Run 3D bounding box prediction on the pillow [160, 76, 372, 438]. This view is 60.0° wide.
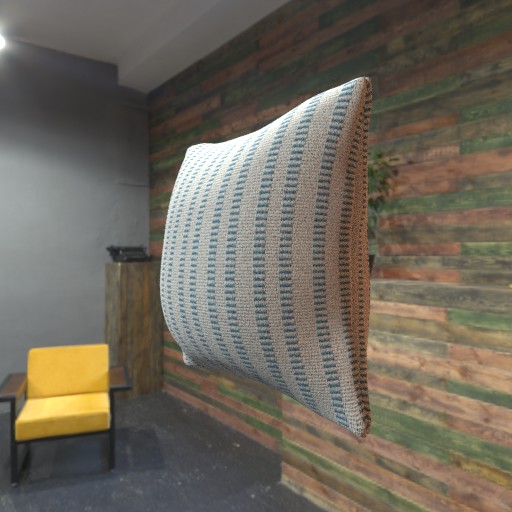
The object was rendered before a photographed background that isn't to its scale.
[{"bbox_3d":[0.000,0.000,0.682,0.247,0.419,0.438,0,0,-37],"label":"pillow"}]
